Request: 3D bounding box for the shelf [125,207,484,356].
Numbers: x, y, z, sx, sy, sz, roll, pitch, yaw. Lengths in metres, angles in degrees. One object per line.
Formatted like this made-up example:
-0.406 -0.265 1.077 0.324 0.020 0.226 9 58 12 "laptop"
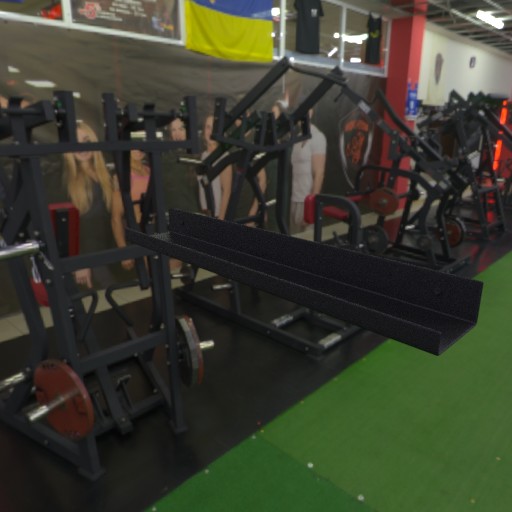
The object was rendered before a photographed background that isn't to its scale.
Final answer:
0.000 0.000 0.662 0.102 0.053 0.605 -16 23 -42 "shelf"
